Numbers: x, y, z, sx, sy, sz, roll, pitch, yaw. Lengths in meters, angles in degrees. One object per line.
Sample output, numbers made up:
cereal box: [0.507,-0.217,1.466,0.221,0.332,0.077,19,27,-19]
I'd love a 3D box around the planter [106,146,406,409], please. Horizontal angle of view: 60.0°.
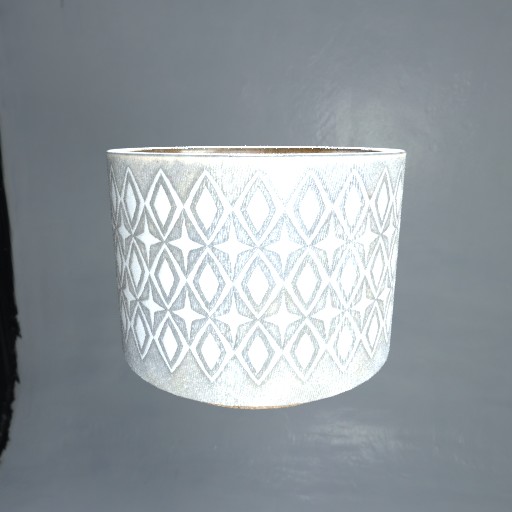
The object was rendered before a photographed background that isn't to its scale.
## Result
planter: [0.000,0.000,0.308,0.186,0.144,0.186,0,15,0]
